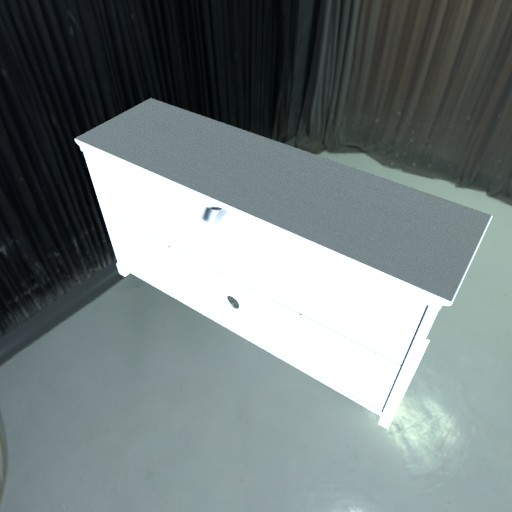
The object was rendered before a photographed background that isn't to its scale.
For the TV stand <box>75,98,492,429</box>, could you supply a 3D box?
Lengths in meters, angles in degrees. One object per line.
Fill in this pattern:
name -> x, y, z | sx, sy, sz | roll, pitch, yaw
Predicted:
TV stand -> 0.000, 0.000, 1.466 | 1.187, 0.624, 0.424 | 25, 50, 23
